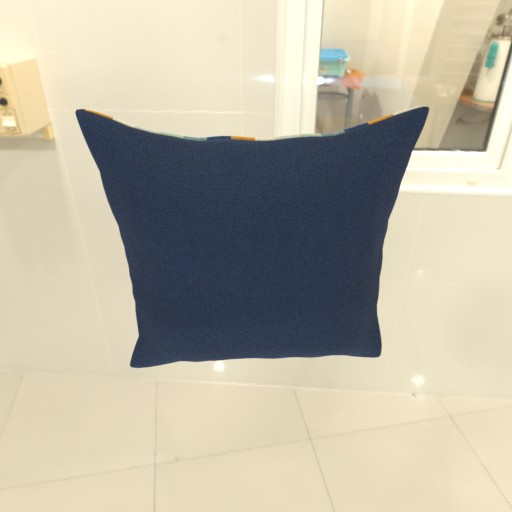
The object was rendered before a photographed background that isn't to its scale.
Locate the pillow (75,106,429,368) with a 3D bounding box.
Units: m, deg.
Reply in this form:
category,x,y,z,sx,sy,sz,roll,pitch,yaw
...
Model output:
category,x,y,z,sx,sy,sz,roll,pitch,yaw
pillow,0.000,0.000,0.696,0.463,0.454,0.173,-2,31,-3
